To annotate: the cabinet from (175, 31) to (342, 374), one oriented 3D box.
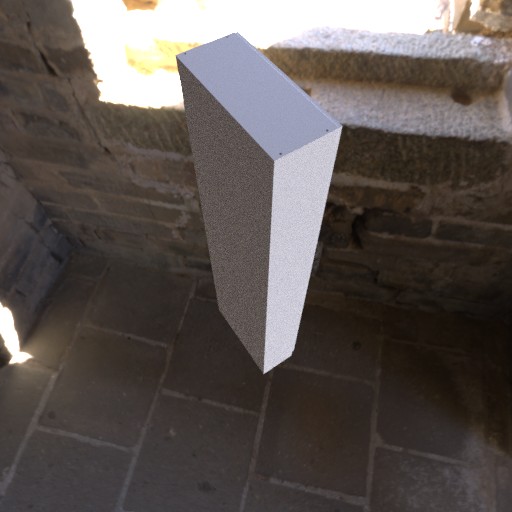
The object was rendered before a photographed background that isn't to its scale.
[{"bbox_3d":[0.000,0.000,1.984,0.230,1.790,0.500,-30,63,-17],"label":"cabinet"}]
